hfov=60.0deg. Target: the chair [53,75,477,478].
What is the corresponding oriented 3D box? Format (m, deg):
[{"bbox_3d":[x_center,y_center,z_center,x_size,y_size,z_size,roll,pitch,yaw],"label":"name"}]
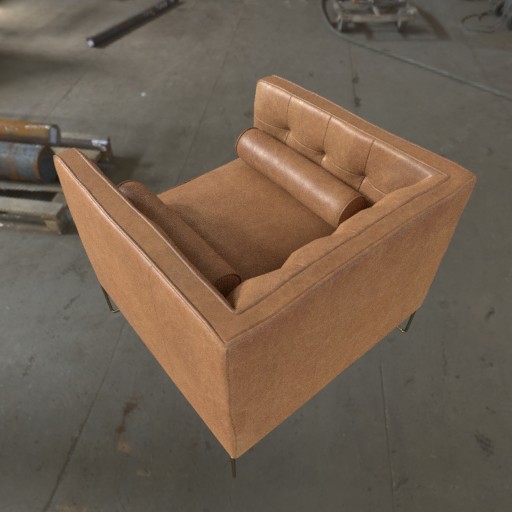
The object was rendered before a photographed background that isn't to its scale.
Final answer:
[{"bbox_3d":[0.000,0.000,1.568,0.920,0.797,0.912,-31,53,-26],"label":"chair"}]
